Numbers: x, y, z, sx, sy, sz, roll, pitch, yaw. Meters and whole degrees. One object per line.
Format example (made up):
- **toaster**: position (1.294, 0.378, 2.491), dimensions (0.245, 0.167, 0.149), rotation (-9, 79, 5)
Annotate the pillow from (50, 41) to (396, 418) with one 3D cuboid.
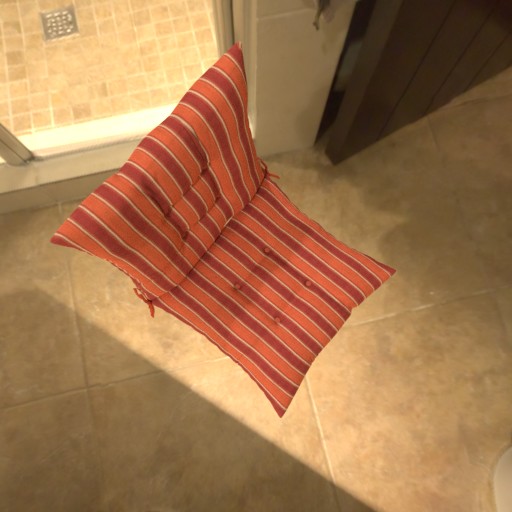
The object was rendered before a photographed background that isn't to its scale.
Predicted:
- **pillow**: position (0.000, 0.000, 1.009), dimensions (0.585, 0.536, 0.541), rotation (39, 80, 8)
